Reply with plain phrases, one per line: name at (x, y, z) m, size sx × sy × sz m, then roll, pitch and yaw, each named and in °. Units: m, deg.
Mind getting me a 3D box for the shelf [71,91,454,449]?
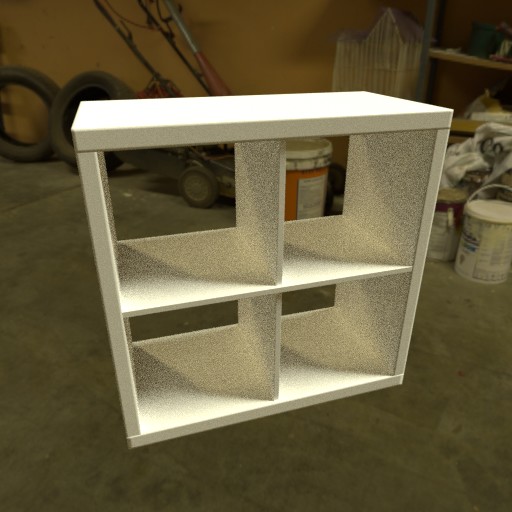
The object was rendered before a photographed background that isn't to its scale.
shelf at (0.000, 0.000, 1.212) m, size 0.790 × 0.786 × 0.390 m, roll -8°, pitch 27°, yaw -15°
